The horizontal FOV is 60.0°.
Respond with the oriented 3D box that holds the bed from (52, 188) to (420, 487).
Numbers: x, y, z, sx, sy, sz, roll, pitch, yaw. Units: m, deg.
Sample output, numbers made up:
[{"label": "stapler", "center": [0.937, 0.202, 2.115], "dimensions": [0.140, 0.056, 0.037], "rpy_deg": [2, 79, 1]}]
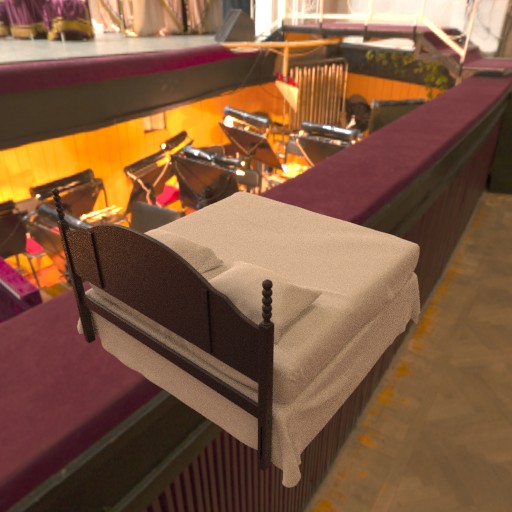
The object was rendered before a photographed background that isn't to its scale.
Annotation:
[{"label": "bed", "center": [0.000, 0.000, 3.618], "dimensions": [2.322, 1.355, 2.219], "rpy_deg": [22, 36, 33]}]
